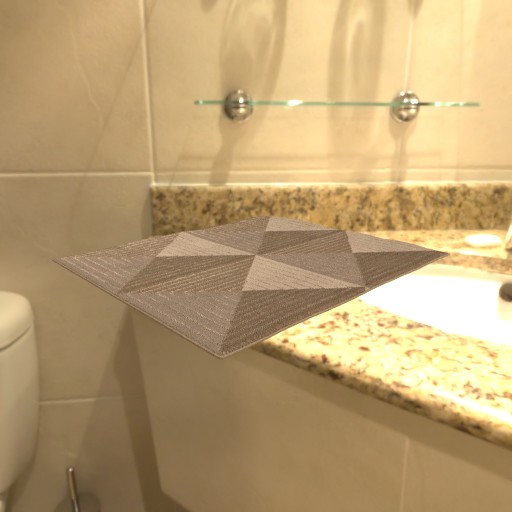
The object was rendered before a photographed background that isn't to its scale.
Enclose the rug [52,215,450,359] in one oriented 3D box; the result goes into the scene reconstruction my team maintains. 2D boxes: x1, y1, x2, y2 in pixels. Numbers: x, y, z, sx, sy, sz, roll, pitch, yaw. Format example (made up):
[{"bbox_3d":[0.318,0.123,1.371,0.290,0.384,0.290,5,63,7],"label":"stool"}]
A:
[{"bbox_3d":[0.000,0.000,0.928,0.642,0.008,0.551,-16,23,-41],"label":"rug"}]
